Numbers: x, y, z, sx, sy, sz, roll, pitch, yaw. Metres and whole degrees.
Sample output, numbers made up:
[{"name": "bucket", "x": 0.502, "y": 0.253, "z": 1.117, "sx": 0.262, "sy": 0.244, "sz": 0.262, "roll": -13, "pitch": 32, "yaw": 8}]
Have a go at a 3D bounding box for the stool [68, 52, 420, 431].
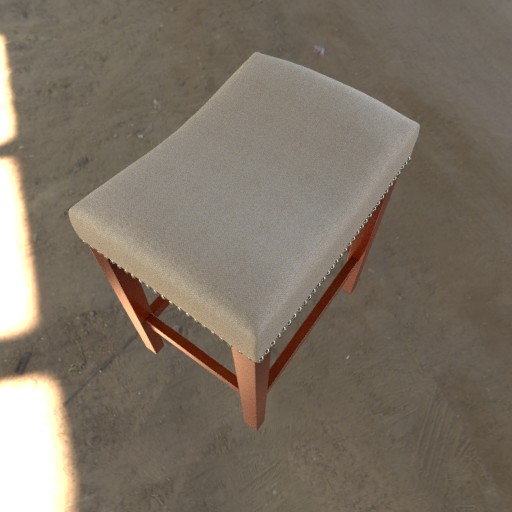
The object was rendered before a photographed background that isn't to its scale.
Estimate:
[{"name": "stool", "x": 0.000, "y": 0.000, "z": 0.973, "sx": 0.375, "sy": 0.632, "sz": 0.509, "roll": 32, "pitch": 64, "yaw": 18}]
